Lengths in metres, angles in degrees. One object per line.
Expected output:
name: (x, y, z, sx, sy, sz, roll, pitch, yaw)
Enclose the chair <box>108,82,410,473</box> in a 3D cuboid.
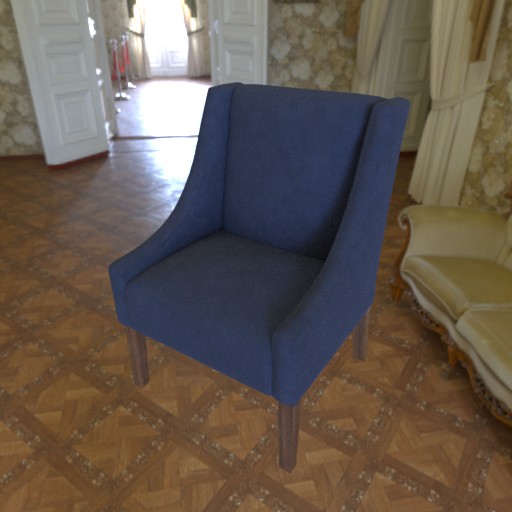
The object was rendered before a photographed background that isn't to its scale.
chair: (0.000, 0.000, 1.335, 0.629, 0.895, 0.629, 18, 33, 29)
